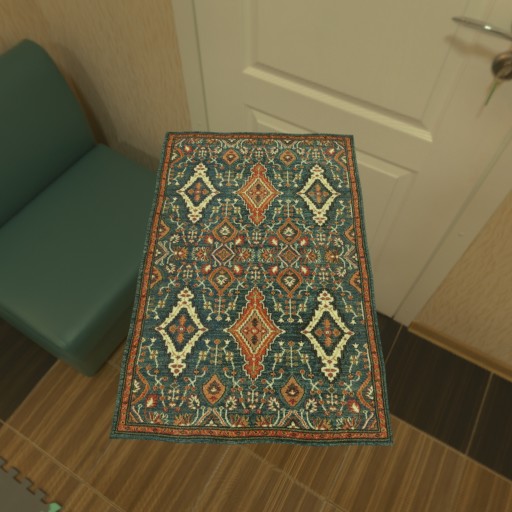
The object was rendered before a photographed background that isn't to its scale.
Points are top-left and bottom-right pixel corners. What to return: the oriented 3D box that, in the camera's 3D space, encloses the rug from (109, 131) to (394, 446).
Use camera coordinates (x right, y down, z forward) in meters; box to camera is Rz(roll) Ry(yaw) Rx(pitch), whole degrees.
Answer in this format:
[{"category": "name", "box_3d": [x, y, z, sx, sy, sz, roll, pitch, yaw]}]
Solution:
[{"category": "rug", "box_3d": [0.000, 0.000, 4.247, 2.190, 0.008, 3.371, 1, 58, 1]}]
